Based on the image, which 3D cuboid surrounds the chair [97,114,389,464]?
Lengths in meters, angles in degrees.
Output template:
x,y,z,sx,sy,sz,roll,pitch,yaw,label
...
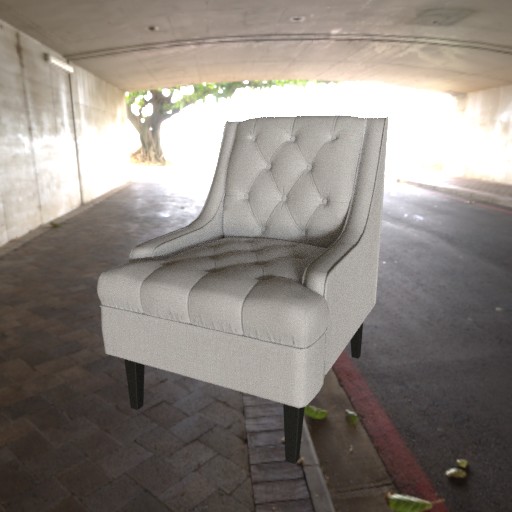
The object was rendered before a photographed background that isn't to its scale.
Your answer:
x,y,z,sx,sy,sz,roll,pitch,yaw,label
0.000,0.000,1.415,0.658,0.891,0.772,7,16,26,chair
